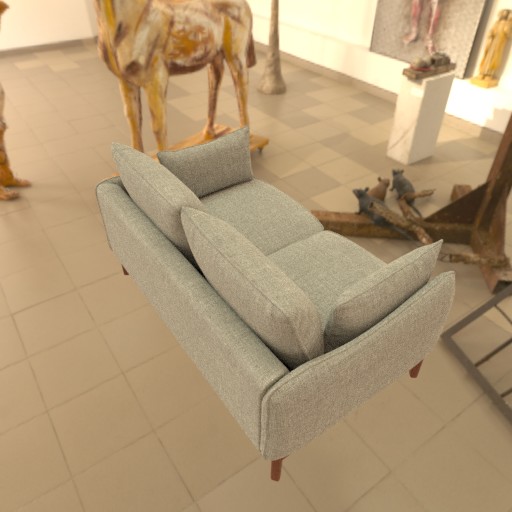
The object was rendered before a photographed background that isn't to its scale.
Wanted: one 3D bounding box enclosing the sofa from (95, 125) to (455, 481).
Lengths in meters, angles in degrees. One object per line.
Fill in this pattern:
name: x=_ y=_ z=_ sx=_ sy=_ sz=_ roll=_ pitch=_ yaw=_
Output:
sofa: x=0.000 y=0.000 z=2.103 sx=0.972 sy=0.851 sz=1.580 roll=-24 pitch=45 yaw=-27
